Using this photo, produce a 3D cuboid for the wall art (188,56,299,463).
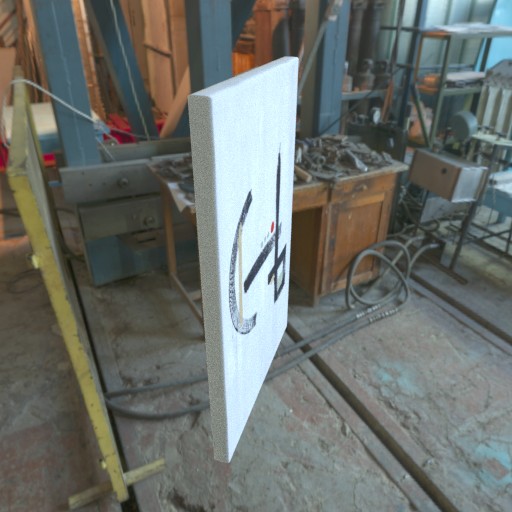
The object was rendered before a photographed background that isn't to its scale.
[{"bbox_3d":[0.000,0.000,1.180,0.048,0.916,0.602,9,31,16],"label":"wall art"}]
